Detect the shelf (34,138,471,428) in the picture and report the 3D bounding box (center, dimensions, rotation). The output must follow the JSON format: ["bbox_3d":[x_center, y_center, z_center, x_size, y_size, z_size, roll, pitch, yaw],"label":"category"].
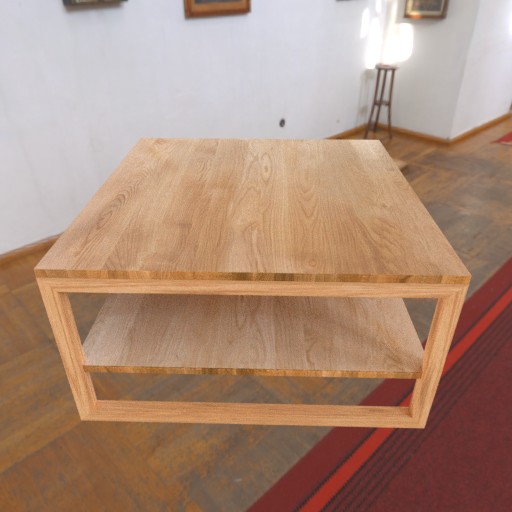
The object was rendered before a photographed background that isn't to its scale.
[{"bbox_3d":[0.000,0.000,1.414,0.899,0.480,0.899,1,32,1],"label":"shelf"}]
